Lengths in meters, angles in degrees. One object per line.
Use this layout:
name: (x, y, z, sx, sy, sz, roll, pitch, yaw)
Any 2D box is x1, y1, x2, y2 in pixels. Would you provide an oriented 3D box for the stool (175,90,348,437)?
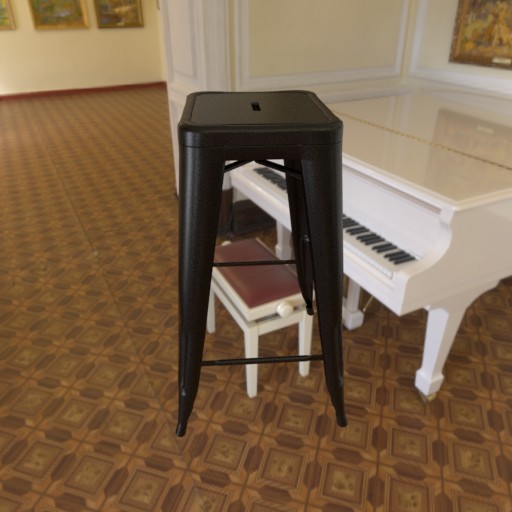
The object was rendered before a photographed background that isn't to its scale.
stool: (0.000, 0.000, 0.924, 0.423, 0.609, 0.455, -8, 31, -13)
